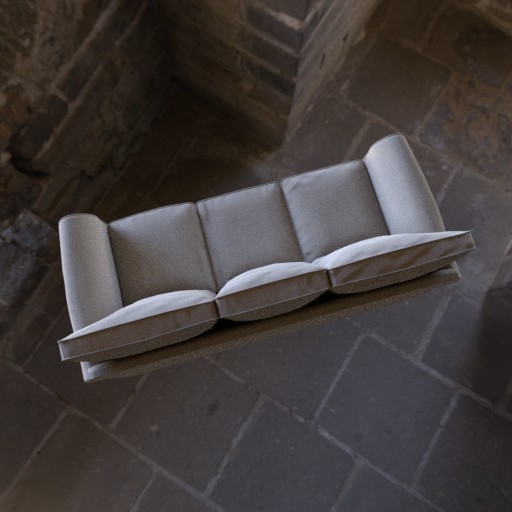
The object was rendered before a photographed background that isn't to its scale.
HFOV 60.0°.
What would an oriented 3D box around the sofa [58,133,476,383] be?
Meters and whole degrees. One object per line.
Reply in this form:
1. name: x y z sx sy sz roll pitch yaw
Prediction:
1. sofa: 0.000 0.000 2.581 2.084 0.961 0.916 -15 76 -4
